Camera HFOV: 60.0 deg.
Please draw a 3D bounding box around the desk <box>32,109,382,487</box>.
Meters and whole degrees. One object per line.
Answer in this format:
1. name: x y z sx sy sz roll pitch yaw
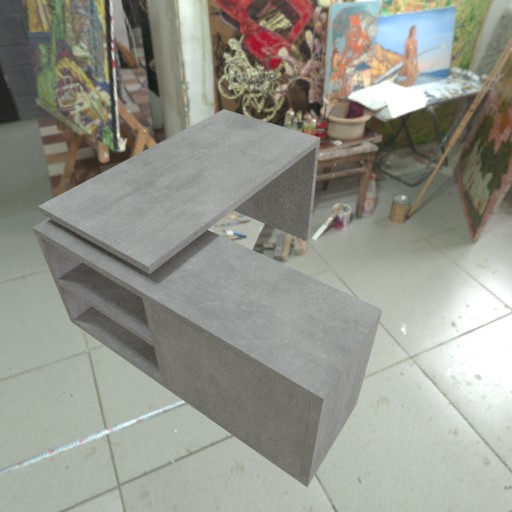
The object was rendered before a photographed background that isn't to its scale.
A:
1. desk: 0.000 0.000 2.303 1.500 0.740 1.400 25 47 26
